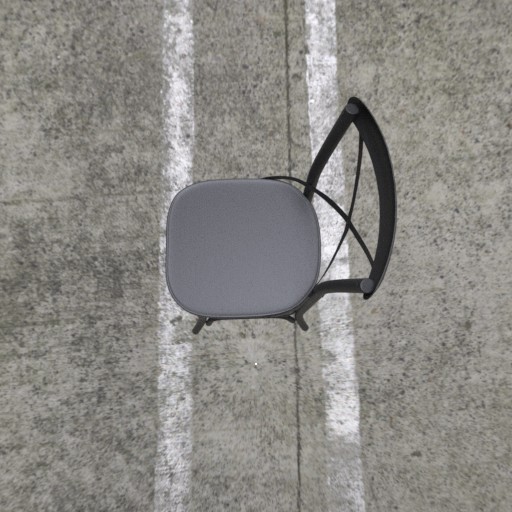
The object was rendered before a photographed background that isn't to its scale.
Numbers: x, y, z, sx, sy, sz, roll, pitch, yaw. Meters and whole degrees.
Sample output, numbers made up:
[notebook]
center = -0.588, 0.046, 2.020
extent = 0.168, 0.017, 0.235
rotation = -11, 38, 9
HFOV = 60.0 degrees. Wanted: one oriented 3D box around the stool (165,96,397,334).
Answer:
[stool]
center = 0.000, 0.000, 1.470
extent = 0.584, 1.168, 0.457
rotation = -1, 76, 0
